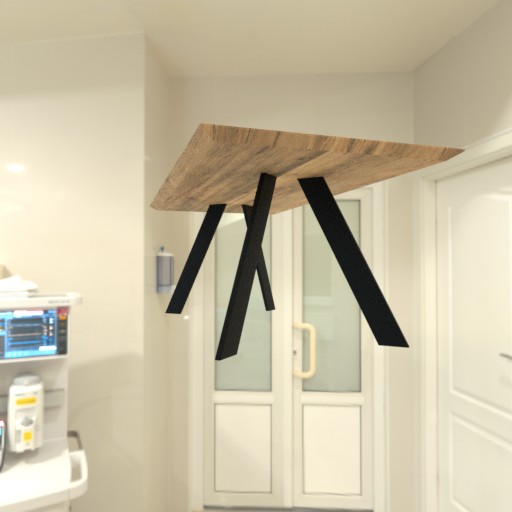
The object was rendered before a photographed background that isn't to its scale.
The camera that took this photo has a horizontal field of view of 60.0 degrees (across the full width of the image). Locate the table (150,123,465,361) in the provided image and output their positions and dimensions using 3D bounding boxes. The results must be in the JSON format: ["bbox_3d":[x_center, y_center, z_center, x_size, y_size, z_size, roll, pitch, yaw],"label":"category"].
[{"bbox_3d":[0.000,0.000,2.450,1.000,0.770,2.000,0,-1,-18],"label":"table"}]
